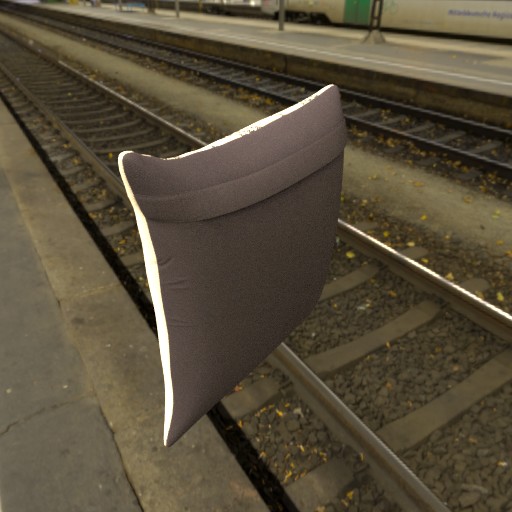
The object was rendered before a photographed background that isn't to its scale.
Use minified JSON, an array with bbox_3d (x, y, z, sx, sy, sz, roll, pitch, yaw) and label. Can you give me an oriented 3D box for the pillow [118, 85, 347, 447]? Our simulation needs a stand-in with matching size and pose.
[{"bbox_3d":[0.000,0.000,0.629,0.173,0.406,0.405,21,37,30],"label":"pillow"}]
